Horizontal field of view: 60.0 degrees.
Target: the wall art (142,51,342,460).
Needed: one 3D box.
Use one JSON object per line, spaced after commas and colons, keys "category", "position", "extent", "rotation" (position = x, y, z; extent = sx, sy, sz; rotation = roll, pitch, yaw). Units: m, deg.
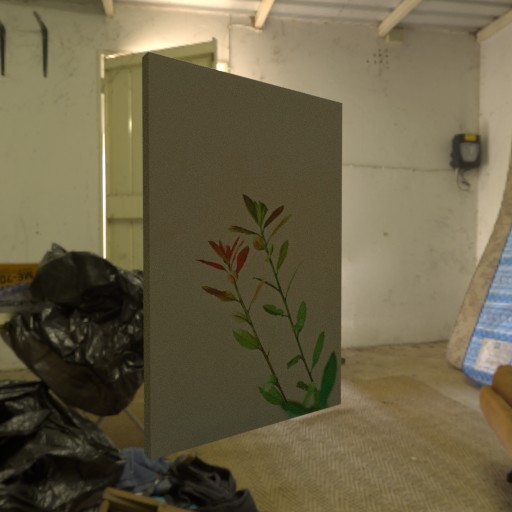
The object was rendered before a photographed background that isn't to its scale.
{"category": "wall art", "position": [0.000, 0.000, 1.184], "extent": [0.612, 0.915, 0.039], "rotation": [-1, 2, -35]}
